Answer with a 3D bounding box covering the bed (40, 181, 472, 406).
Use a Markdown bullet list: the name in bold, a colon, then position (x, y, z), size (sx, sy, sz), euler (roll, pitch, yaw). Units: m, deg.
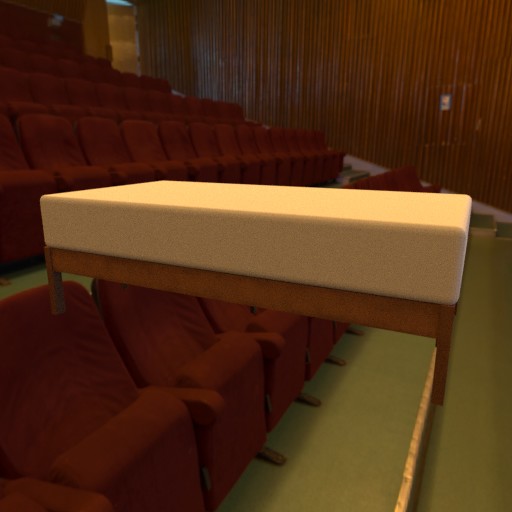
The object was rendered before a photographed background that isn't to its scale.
- **bed**: position (0.000, 0.000, 2.245), size (1.902, 0.616, 0.961), euler (7, 16, 25)
